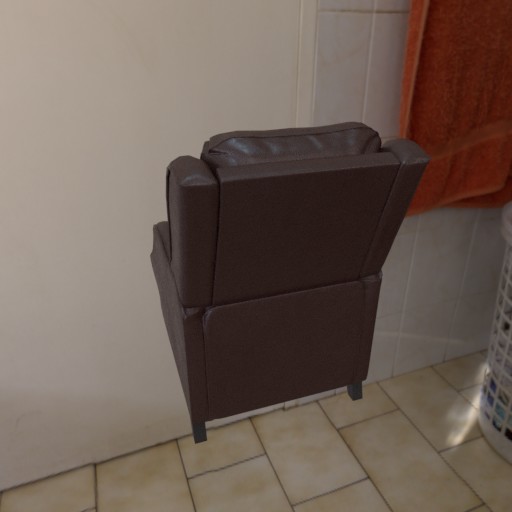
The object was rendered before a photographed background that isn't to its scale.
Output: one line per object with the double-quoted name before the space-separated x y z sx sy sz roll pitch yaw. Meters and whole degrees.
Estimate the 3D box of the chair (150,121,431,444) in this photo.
"chair" 0.000 0.000 1.787 0.770 1.132 0.982 -9 28 -17
